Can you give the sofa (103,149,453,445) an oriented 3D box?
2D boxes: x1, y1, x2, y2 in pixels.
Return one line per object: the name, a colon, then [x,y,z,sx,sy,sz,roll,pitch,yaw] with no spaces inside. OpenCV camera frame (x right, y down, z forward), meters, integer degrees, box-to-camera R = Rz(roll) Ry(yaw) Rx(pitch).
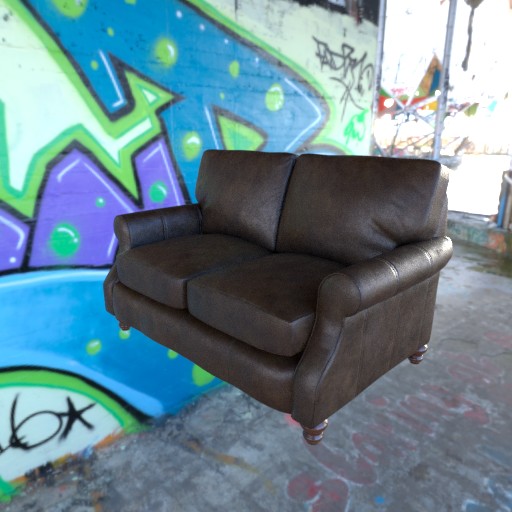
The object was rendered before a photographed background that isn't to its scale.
sofa: [0.000,0.000,2.190,1.616,0.976,0.990,15,22,43]
